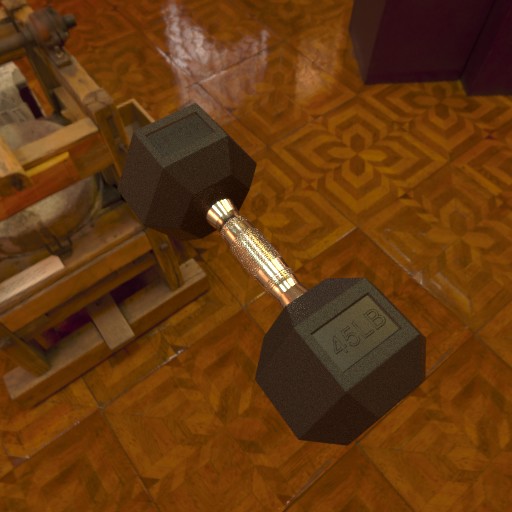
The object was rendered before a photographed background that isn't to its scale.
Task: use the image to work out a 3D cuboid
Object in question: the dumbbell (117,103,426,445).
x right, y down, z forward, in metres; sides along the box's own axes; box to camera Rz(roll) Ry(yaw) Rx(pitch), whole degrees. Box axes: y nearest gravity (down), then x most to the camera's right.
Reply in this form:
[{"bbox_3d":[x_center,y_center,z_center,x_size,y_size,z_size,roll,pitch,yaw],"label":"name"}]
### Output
[{"bbox_3d":[0.000,0.000,0.426,0.141,0.123,0.356,-32,64,-18],"label":"dumbbell"}]
